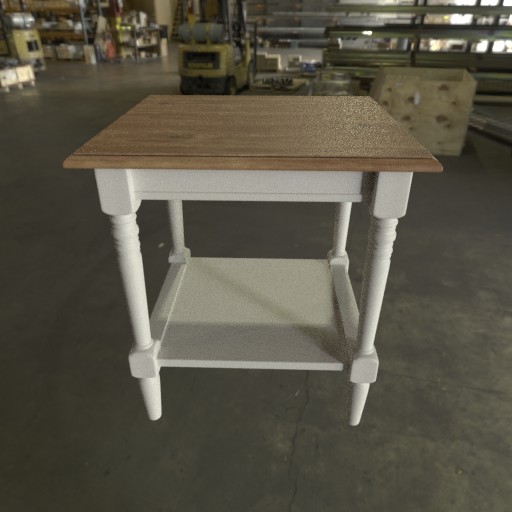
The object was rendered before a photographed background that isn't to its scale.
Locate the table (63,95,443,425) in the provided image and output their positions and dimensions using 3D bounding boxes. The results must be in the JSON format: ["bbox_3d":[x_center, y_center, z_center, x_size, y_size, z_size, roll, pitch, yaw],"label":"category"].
[{"bbox_3d":[0.000,0.000,0.922,0.508,0.561,0.457,1,30,2],"label":"table"}]
